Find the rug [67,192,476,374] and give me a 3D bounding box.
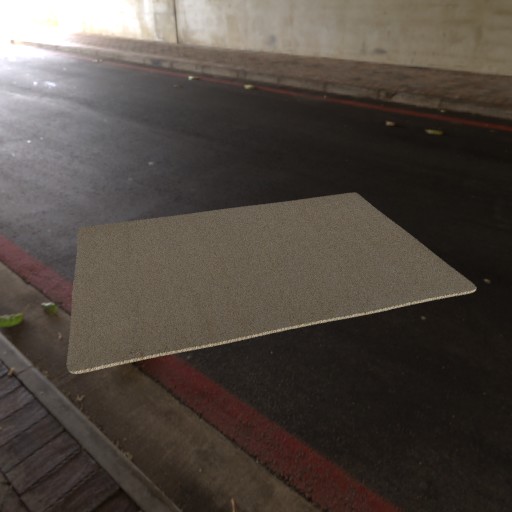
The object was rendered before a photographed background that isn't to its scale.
[{"bbox_3d":[0.000,0.000,3.470,2.698,0.025,1.798,-9,32,-15],"label":"rug"}]
